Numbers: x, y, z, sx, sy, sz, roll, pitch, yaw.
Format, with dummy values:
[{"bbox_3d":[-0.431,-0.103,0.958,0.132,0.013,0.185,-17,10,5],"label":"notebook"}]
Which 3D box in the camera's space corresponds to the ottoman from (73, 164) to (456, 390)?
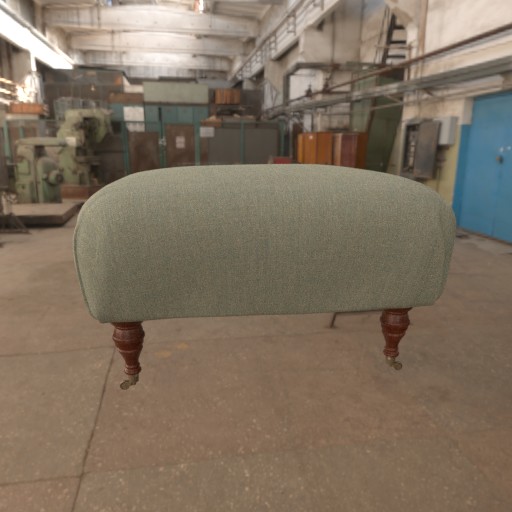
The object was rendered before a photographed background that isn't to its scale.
[{"bbox_3d":[0.000,0.000,1.115,0.747,0.450,0.622,-2,14,-8],"label":"ottoman"}]
